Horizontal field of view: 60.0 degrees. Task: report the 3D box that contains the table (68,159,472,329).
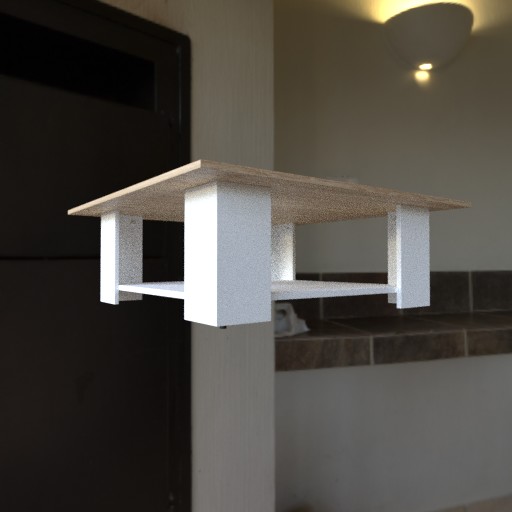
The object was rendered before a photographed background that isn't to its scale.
[{"bbox_3d":[0.000,0.000,1.370,0.890,0.305,0.890,1,-1,-36],"label":"table"}]
